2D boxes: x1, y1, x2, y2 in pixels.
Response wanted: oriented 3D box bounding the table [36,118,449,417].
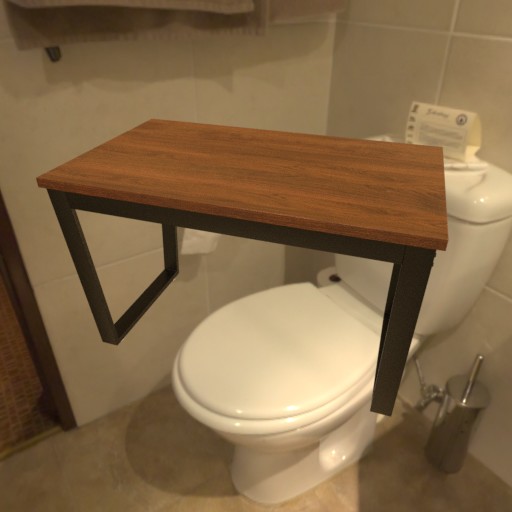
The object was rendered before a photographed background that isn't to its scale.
[{"bbox_3d":[0.000,0.000,1.702,1.205,0.760,0.714,10,34,16],"label":"table"}]
